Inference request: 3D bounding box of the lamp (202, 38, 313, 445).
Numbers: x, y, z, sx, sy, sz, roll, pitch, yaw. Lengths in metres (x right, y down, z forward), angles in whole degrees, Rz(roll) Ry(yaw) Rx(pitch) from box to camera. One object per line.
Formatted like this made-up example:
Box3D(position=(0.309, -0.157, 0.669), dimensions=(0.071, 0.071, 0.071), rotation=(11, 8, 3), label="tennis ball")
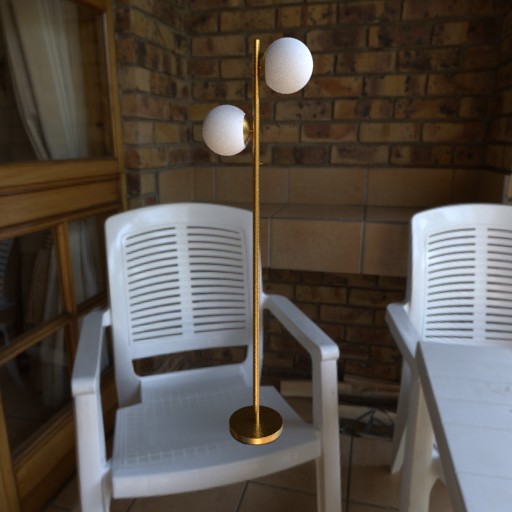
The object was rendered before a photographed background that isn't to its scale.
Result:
Box3D(position=(0.000, 0.000, 1.831), dimensions=(0.419, 1.641, 0.249), rotation=(2, 15, 8), label="lamp")
